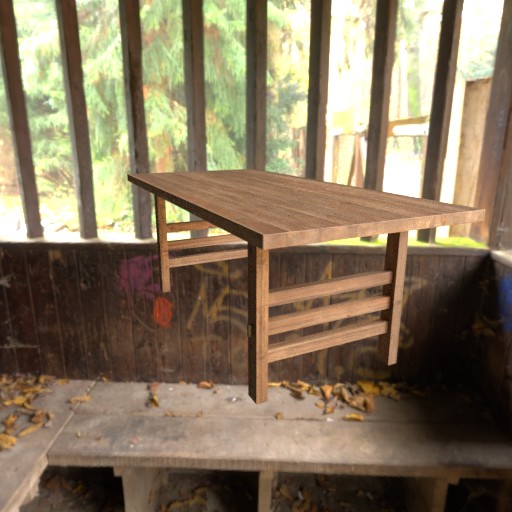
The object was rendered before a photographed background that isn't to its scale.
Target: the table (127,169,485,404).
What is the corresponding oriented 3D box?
[{"bbox_3d":[0.000,0.000,2.444,0.952,0.760,2.003,-8,18,-25],"label":"table"}]
